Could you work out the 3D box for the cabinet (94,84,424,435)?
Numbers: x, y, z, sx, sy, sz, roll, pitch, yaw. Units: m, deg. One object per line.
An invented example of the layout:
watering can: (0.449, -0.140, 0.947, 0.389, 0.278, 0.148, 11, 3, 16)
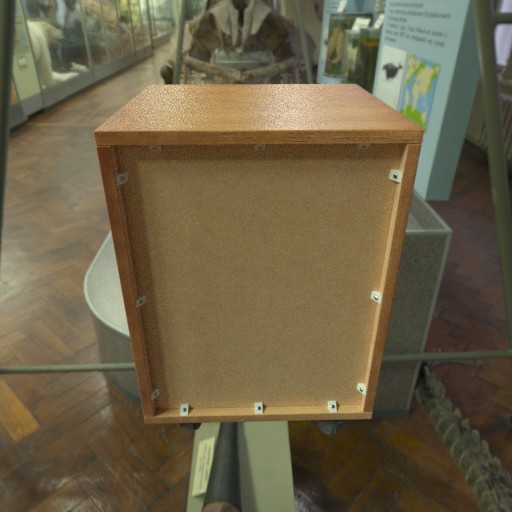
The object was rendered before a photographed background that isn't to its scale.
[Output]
cabinet: (0.000, 0.000, 0.862, 0.409, 0.579, 0.401, -1, 29, -1)
